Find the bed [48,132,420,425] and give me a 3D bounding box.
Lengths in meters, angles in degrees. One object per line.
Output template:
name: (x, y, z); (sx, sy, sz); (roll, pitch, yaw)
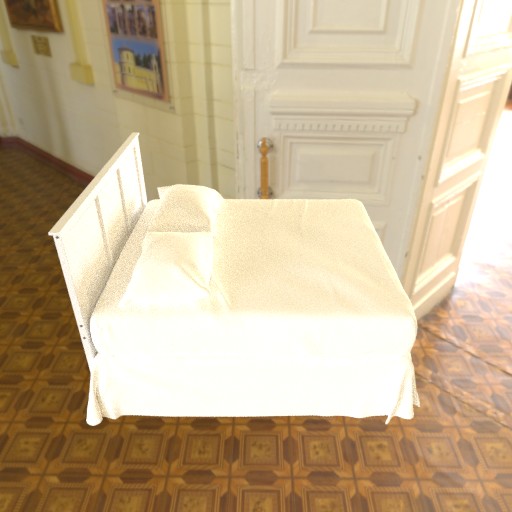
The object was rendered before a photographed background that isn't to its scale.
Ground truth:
bed: (0.000, 0.000, 3.127); (2.047, 1.269, 1.876); (0, 32, 0)
